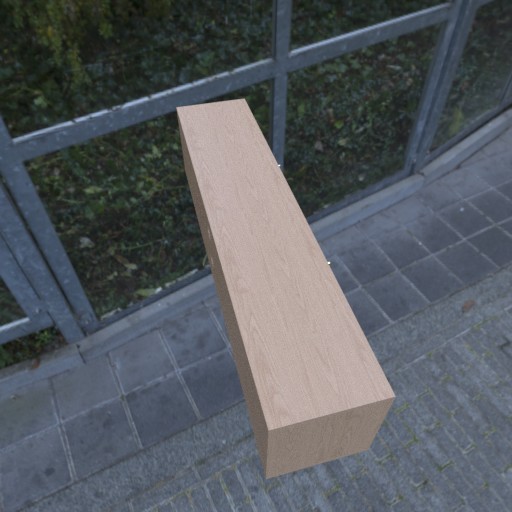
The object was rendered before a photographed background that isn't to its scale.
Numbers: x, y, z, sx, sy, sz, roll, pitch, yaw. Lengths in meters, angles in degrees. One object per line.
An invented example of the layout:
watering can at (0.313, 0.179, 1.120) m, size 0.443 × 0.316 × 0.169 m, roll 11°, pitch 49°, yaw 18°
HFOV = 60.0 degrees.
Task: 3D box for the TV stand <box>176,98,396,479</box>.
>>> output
TV stand at (0.000, 0.000, 2.001) m, size 0.400 × 0.580 × 1.760 m, roll -11°, pitch 48°, yaw -10°
